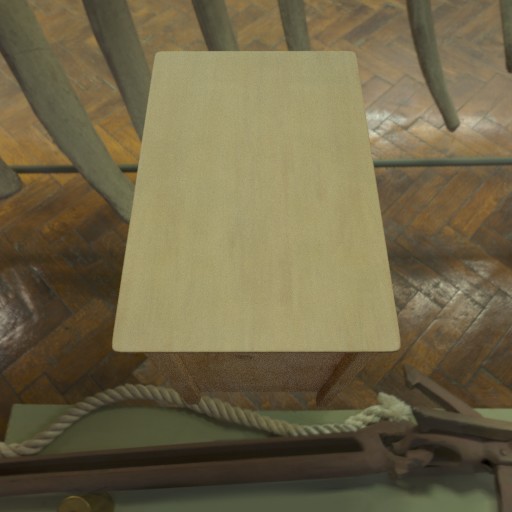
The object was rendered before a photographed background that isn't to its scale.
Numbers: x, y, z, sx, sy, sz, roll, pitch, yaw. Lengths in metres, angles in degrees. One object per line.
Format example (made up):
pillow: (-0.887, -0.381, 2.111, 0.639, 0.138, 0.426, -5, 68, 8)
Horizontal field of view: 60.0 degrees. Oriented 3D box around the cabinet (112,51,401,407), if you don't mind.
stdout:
cabinet: (0.000, 0.000, 1.274, 0.503, 0.762, 0.763, 0, 63, 0)
